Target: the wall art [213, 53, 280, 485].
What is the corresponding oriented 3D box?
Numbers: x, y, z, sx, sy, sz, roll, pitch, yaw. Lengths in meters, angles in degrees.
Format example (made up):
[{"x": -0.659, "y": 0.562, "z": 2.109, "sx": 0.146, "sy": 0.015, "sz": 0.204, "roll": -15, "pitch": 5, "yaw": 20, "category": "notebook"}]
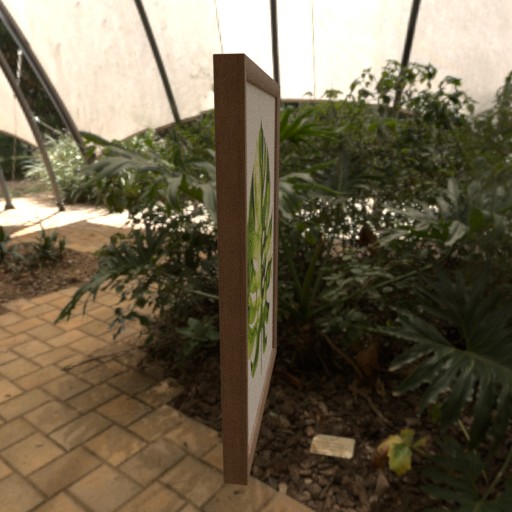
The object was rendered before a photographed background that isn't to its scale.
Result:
[{"x": 0.000, "y": 0.000, "z": 0.666, "sx": 0.031, "sy": 0.509, "sz": 0.356, "roll": 2, "pitch": 16, "yaw": 8, "category": "wall art"}]
